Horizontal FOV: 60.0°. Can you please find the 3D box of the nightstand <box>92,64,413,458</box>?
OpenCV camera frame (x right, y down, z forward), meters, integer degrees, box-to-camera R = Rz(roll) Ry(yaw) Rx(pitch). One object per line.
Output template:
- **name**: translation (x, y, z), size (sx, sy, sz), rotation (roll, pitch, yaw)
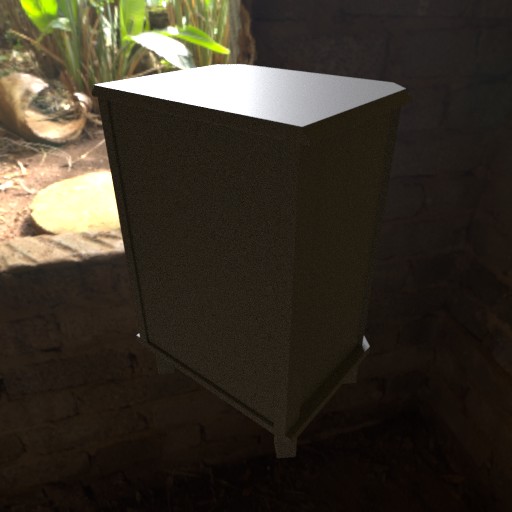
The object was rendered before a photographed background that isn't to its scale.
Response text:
- **nightstand**: translation (0.000, 0.000, 0.929), size (0.450, 0.680, 0.350), rotation (23, 38, 33)
